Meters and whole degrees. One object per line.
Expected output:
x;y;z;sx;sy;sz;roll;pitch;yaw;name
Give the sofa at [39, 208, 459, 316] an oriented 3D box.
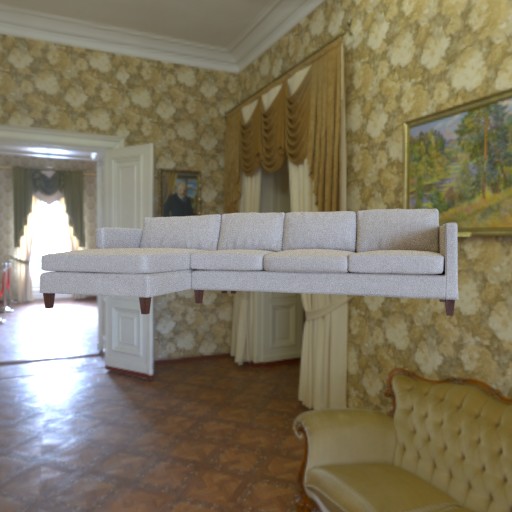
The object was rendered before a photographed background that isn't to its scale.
0.000;0.000;3.827;3.186;0.846;1.625;1;2;19;sofa
